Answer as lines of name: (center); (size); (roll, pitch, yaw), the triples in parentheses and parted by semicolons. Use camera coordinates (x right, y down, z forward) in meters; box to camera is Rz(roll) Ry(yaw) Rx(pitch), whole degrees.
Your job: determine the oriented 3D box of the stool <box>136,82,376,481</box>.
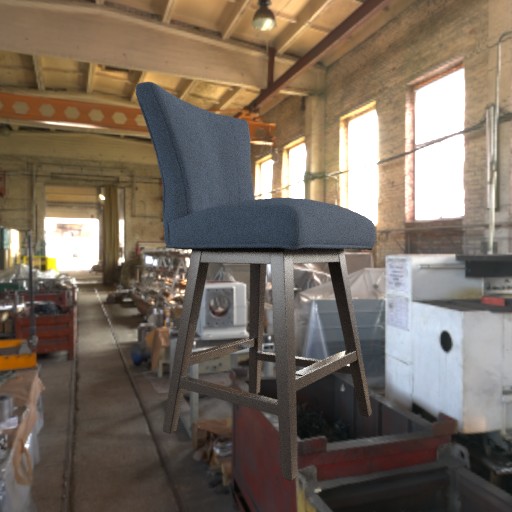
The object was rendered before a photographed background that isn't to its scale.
stool: (0.000, 0.000, 1.338); (0.574, 1.000, 0.514); (0, 1, 35)
